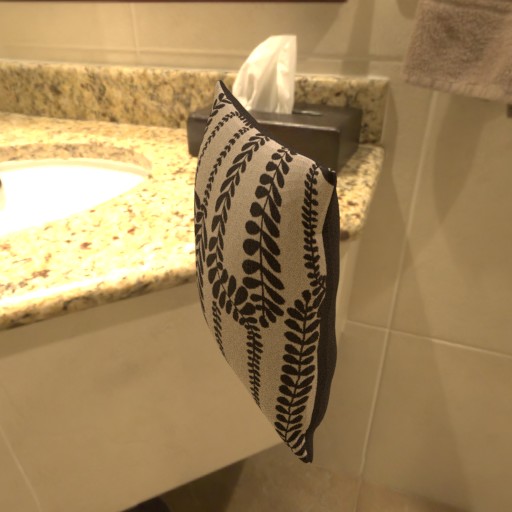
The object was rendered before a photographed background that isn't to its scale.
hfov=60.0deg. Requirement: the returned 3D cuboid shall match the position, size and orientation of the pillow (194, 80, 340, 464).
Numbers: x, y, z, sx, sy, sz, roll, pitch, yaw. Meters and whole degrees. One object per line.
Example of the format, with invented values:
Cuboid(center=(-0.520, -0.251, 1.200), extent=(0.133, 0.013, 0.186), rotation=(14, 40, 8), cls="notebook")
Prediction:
Cuboid(center=(0.000, 0.000, 0.676), extent=(0.182, 0.441, 0.440), rotation=(-9, 33, -15), cls="pillow")
